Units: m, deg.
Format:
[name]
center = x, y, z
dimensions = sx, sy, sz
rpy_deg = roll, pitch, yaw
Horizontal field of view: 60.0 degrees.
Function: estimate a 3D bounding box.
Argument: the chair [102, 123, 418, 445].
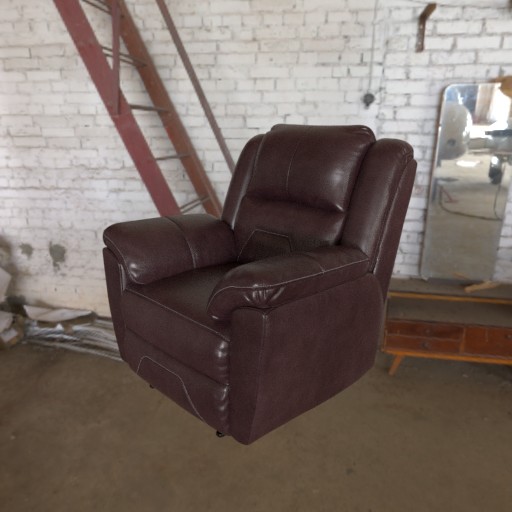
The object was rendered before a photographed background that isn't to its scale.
[chair]
center = 0.000, 0.000, 1.934
dimensions = 0.990, 1.093, 1.041
rpy_deg = 16, 24, 42
